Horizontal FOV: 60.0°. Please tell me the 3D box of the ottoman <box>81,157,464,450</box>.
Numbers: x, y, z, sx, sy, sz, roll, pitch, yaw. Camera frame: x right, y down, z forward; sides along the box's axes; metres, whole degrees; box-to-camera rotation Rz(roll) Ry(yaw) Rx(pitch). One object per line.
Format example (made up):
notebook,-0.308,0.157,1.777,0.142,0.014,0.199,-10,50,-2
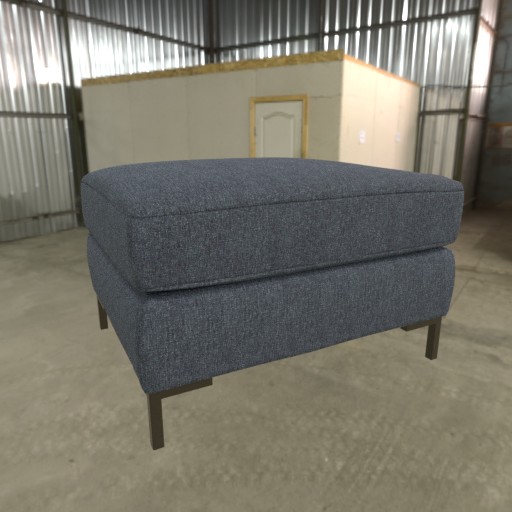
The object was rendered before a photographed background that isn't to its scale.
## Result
ottoman,0.000,0.000,1.252,0.831,0.533,0.695,-8,18,-27
